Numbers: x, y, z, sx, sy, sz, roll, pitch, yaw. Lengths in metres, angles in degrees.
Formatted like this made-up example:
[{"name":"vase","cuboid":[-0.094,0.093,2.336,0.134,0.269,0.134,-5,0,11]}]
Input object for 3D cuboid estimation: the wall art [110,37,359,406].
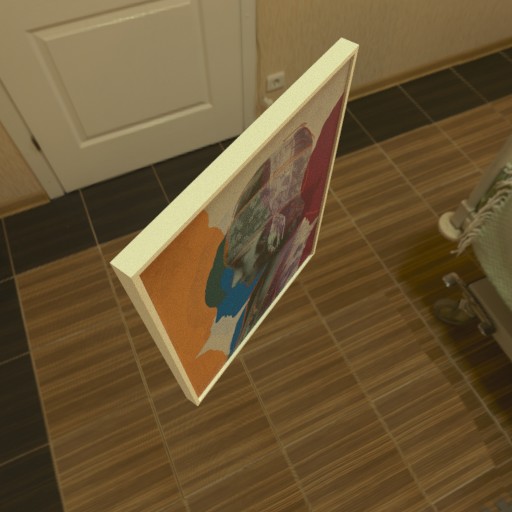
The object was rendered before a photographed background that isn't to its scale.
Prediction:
[{"name":"wall art","cuboid":[0.000,0.000,0.752,0.030,0.549,0.443,32,64,17]}]
